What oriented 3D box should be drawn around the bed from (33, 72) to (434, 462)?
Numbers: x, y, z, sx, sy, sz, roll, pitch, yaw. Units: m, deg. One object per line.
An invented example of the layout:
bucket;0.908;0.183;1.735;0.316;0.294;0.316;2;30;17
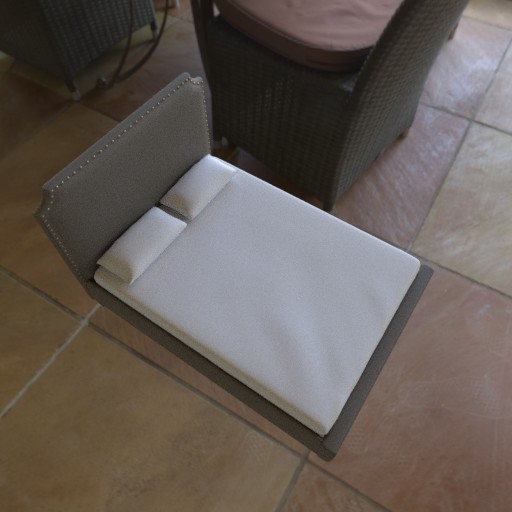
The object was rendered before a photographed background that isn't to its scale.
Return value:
bed;0.000;0.000;3.351;2.372;1.443;1.712;30;62;18
